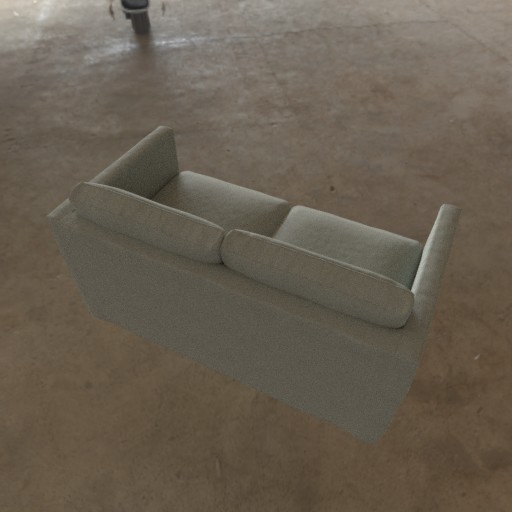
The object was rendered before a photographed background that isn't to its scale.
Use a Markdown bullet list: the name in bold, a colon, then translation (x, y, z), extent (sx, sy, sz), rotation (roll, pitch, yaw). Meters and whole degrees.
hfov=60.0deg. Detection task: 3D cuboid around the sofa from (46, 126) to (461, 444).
- **sofa**: translation (0.000, 0.000, 2.242), extent (1.727, 0.830, 0.944), rotation (20, 49, 18)
